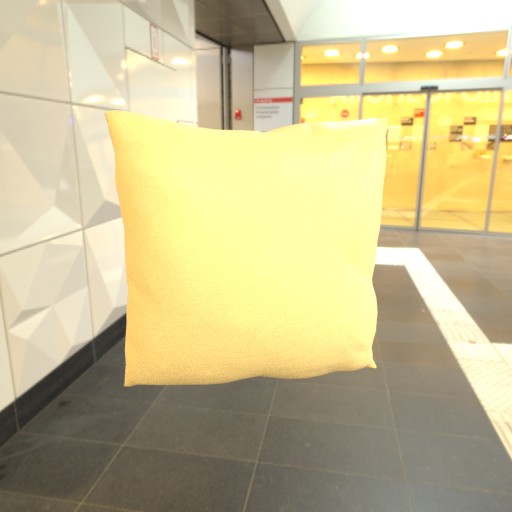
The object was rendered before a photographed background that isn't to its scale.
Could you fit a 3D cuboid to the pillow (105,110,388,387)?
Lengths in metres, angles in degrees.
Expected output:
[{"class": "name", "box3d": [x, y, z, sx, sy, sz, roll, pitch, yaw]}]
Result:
[{"class": "pillow", "box3d": [0.000, 0.000, 0.723, 0.450, 0.448, 0.245, -2, 14, -9]}]
